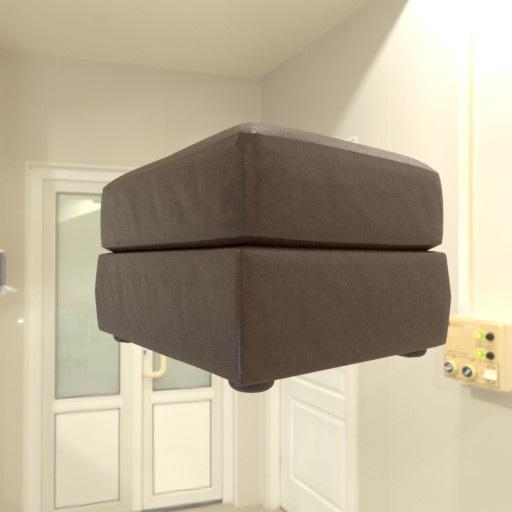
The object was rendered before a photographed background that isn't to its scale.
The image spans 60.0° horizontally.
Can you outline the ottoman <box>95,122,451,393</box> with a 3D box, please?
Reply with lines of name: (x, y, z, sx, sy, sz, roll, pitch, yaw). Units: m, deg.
ottoman: (0.000, 0.000, 1.140, 0.603, 0.476, 0.751, 1, -1, -37)
